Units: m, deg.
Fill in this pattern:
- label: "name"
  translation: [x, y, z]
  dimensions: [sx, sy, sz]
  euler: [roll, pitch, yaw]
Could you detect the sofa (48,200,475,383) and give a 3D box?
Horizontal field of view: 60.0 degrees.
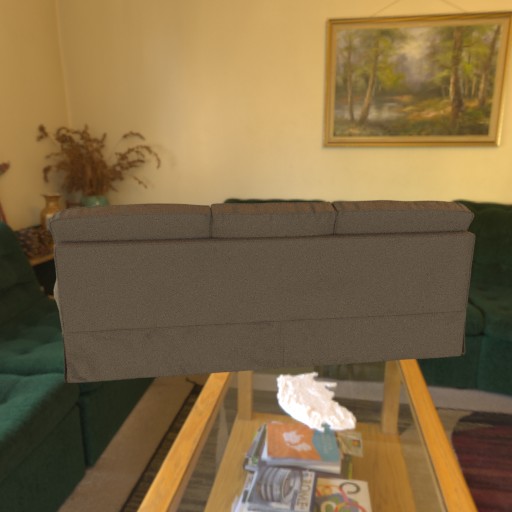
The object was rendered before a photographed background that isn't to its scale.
- label: "sofa"
  translation: [0.000, 0.000, 3.334]
  dimensions: [2.475, 0.978, 1.733]
  euler: [-2, 14, -8]
